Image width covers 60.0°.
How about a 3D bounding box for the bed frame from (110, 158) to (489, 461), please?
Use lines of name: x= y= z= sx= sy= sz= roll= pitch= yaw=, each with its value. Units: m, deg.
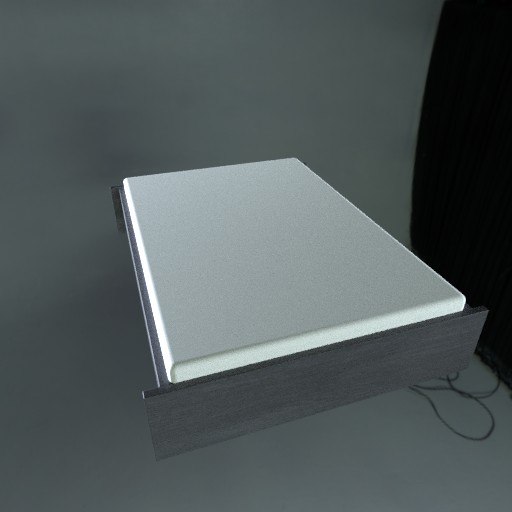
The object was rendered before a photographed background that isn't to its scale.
bed frame: x=0.000 y=0.000 z=2.597 sx=1.490 sy=0.432 sz=1.950 roll=-10 pitch=33 yaw=-16
